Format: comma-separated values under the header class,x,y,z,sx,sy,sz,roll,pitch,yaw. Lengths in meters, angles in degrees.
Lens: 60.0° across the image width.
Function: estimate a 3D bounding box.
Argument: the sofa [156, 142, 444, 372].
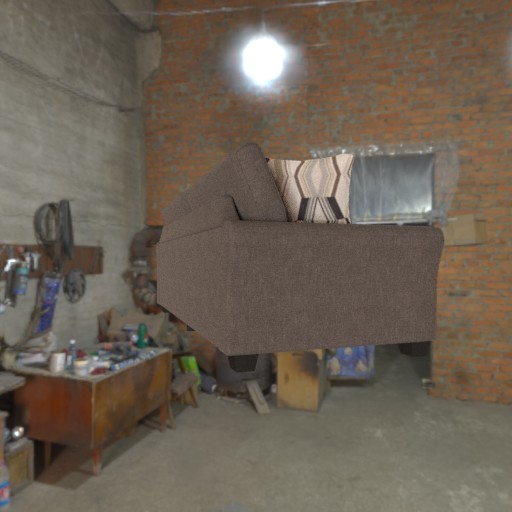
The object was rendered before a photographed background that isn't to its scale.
class,x,y,z,sx,sy,sz,roll,pitch,yaw
sofa,0.000,0.000,2.538,0.889,0.813,2.032,0,-1,-19
